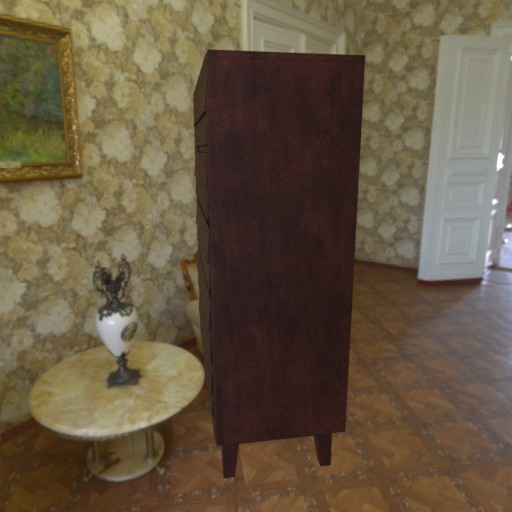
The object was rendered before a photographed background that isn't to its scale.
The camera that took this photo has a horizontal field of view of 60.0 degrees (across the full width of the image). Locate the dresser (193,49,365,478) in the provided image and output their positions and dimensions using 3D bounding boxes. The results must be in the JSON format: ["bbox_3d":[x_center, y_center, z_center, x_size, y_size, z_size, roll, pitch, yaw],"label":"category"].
[{"bbox_3d":[0.000,0.000,2.024,0.506,1.514,1.072,-2,14,-10],"label":"dresser"}]
